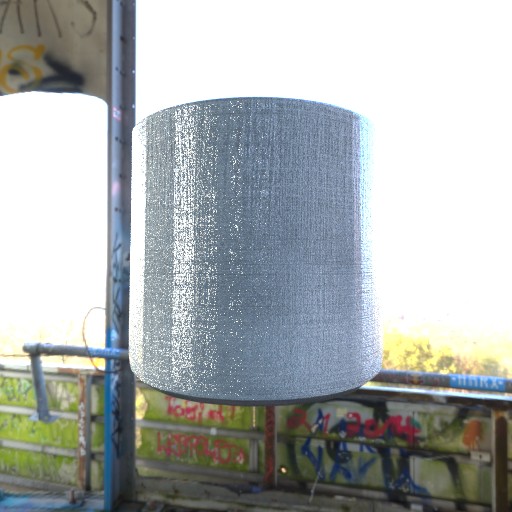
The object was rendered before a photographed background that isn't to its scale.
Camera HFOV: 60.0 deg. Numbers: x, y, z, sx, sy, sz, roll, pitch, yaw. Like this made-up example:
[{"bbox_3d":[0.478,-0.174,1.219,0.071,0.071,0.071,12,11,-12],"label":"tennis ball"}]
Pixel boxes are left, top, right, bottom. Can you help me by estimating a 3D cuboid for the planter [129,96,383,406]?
[{"bbox_3d":[0.000,0.000,0.292,0.160,0.156,0.160,0,-1,0],"label":"planter"}]
